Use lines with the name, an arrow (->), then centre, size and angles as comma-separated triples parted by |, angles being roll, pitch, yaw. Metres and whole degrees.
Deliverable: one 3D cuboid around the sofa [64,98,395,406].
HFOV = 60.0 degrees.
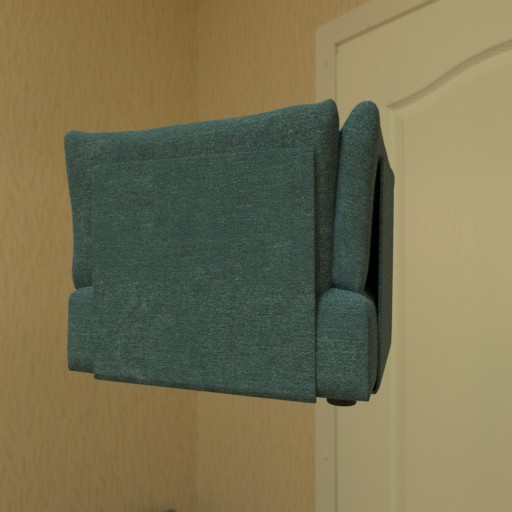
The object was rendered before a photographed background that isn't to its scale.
sofa -> 0.000, 0.000, 1.724 | 1.000, 0.820, 1.000 | 0, 0, 20
